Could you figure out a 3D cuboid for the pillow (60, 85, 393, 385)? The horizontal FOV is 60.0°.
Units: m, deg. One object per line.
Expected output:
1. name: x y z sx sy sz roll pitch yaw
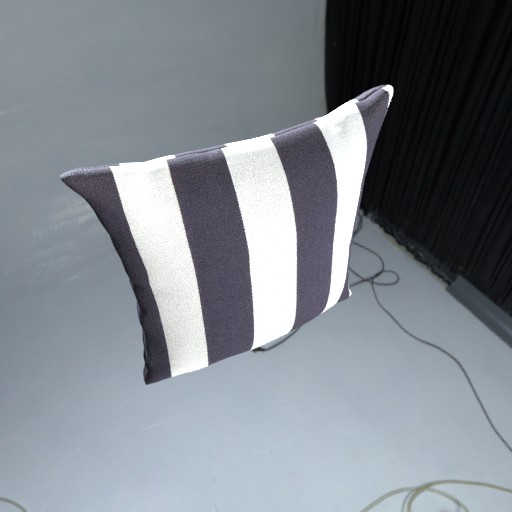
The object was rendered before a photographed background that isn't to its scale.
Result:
1. pillow: 0.000 0.000 0.808 0.536 0.526 0.189 -22 49 -20
